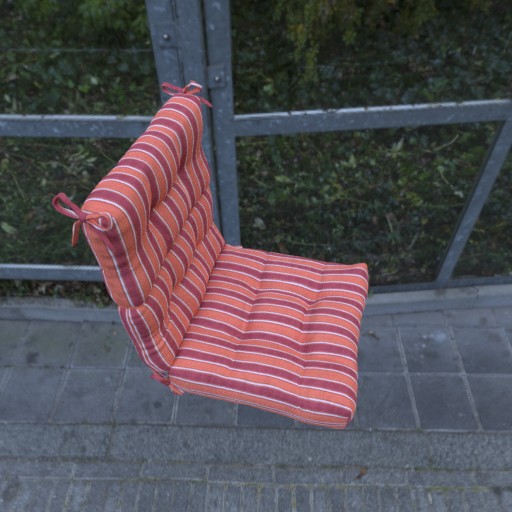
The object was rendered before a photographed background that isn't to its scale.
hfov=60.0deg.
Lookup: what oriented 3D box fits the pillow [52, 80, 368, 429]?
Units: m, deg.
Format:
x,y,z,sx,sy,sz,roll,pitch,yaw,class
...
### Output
x,y,z,sx,sy,sz,roll,pitch,yaw,class
0.000,0.000,1.029,0.571,0.605,0.519,10,47,10,pillow
